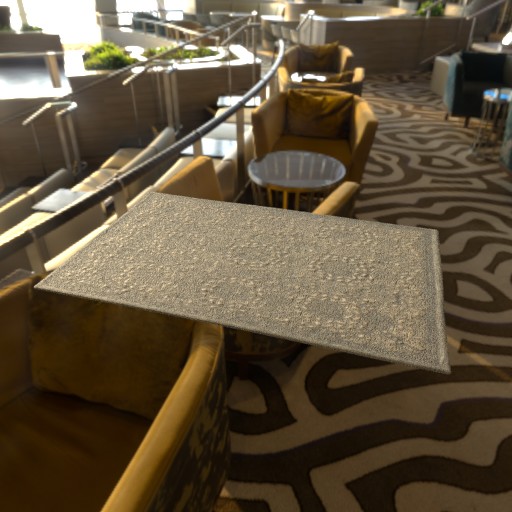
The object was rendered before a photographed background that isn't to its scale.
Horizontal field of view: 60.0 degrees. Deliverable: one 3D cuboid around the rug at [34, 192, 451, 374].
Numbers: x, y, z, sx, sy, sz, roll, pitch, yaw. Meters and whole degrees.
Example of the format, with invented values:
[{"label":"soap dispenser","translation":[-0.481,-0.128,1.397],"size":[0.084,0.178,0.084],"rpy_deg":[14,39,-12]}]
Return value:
[{"label":"rug","translation":[0.000,0.000,3.129],"size":[2.498,0.022,1.535],"rpy_deg":[9,34,14]}]
